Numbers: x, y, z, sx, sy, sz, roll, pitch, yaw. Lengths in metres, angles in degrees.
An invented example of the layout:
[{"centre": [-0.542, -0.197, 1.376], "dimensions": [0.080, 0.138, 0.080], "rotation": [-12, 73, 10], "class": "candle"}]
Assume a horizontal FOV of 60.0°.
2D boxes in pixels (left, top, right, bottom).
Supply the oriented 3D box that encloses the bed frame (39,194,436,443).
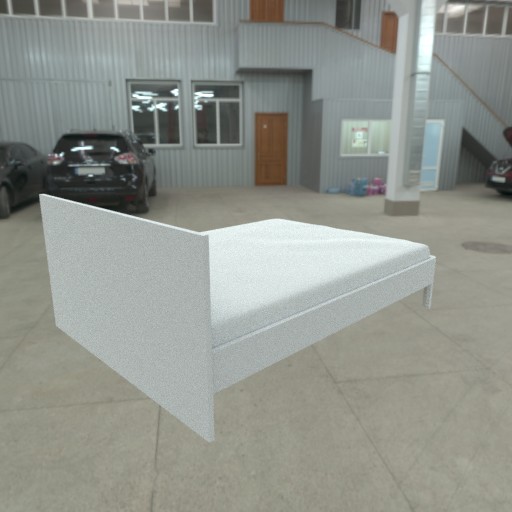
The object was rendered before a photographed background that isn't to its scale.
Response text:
[{"centre": [0.000, 0.000, 2.739], "dimensions": [1.950, 0.800, 1.490], "rotation": [-14, 21, -42], "class": "bed frame"}]
